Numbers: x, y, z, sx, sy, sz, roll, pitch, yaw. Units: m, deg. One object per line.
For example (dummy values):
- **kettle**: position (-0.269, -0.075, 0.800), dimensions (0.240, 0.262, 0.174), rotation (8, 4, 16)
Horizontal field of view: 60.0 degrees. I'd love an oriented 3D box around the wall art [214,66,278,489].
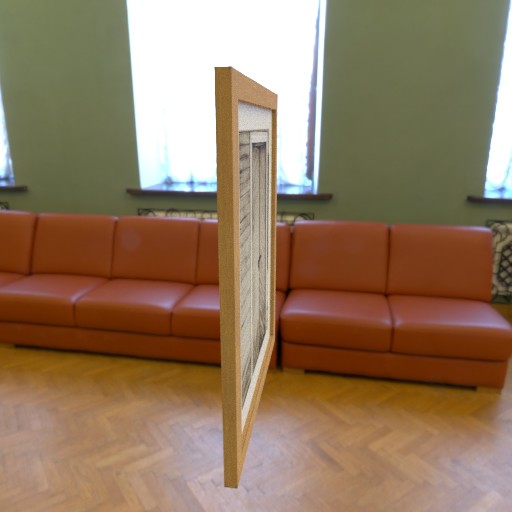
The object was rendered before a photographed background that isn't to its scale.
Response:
- **wall art**: position (0.000, 0.000, 0.775), dimensions (0.020, 0.561, 0.460), rotation (3, 17, 9)
